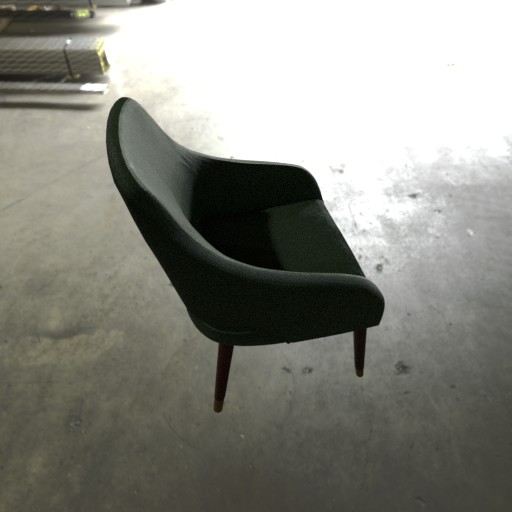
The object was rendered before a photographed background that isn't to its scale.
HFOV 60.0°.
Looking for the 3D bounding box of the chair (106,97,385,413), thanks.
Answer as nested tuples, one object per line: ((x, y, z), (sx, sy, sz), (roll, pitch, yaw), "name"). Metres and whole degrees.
((0.000, 0.000, 1.578), (0.794, 1.081, 0.683), (-10, 47, -10), "chair")
